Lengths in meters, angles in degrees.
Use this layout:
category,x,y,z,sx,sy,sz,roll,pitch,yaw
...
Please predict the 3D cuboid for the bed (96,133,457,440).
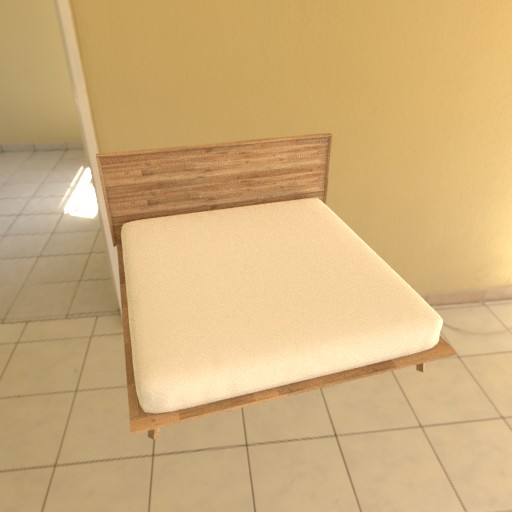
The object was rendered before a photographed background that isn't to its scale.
category,x,y,z,sx,sy,sz,roll,pitch,yaw
bed,0.000,0.000,3.343,2.116,1.100,2.167,-9,33,-14
